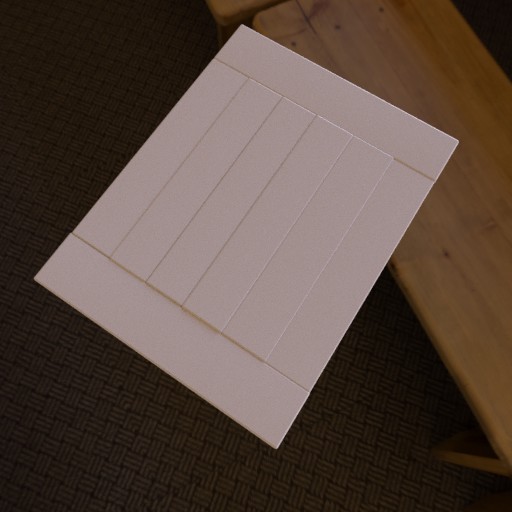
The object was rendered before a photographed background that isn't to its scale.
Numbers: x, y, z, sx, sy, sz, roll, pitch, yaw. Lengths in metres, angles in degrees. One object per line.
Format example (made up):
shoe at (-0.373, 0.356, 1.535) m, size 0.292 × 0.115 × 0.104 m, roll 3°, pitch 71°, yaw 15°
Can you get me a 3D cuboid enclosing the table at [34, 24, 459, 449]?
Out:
table at (0.000, 0.000, 1.032) m, size 0.463 × 0.605 × 0.599 m, roll 32°, pitch 76°, yaw 9°
